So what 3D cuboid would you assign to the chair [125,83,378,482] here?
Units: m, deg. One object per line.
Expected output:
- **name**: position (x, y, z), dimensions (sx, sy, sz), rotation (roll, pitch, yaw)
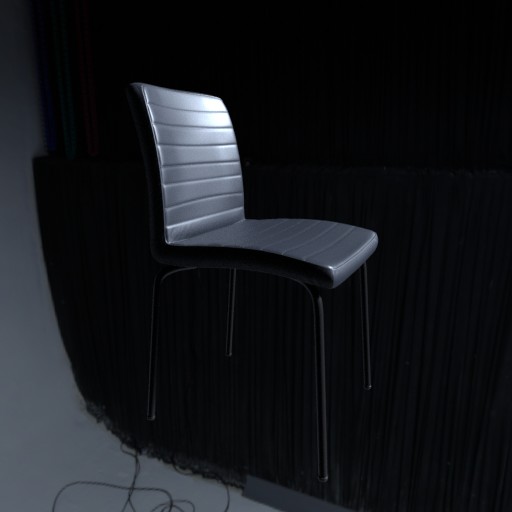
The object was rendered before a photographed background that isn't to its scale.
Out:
- **chair**: position (0.000, 0.000, 1.191), dimensions (0.572, 0.872, 0.450), rotation (7, 16, 26)
